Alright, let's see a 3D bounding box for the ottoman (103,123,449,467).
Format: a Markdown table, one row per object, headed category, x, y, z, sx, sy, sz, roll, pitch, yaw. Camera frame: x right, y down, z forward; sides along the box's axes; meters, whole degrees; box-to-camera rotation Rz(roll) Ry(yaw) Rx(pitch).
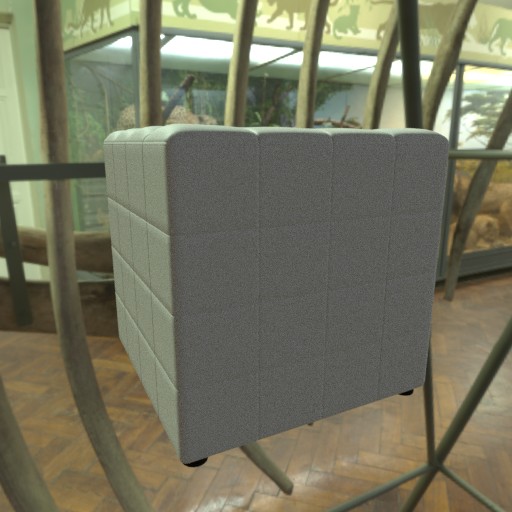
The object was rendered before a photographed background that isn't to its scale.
| category | x | y | z | sx | sy | sz | roll | pitch | yaw |
| --- | --- | --- | --- | --- | --- | --- | --- | --- | --- |
| ottoman | 0.000 | 0.000 | 0.782 | 0.425 | 0.432 | 0.425 | -7 | 16 | -26 |
